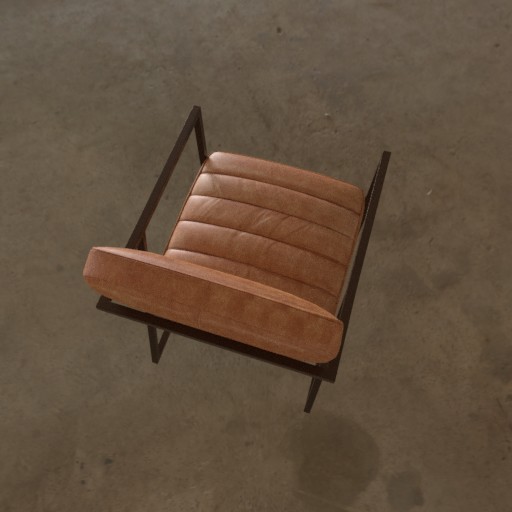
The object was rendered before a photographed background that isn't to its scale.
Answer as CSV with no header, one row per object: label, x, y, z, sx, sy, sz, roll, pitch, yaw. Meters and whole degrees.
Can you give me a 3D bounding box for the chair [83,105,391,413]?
chair,0.000,0.000,1.271,0.571,0.832,0.677,16,65,8
